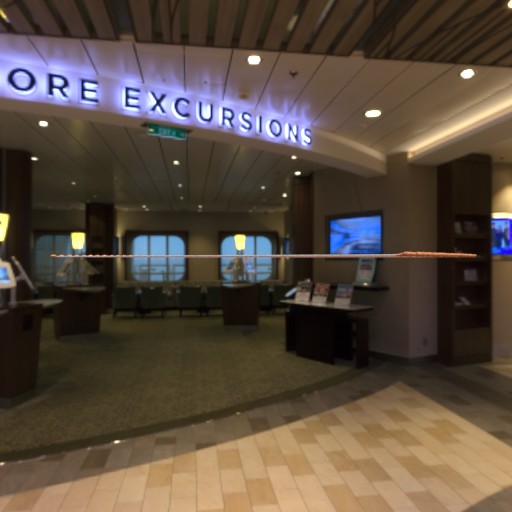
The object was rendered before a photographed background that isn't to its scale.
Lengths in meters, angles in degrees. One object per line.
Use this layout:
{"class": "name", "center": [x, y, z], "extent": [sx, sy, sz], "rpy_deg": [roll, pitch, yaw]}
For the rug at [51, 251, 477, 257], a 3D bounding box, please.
{"class": "rug", "center": [0.000, 0.000, 2.484], "extent": [2.092, 0.017, 1.232], "rpy_deg": [0, 0, 36]}
